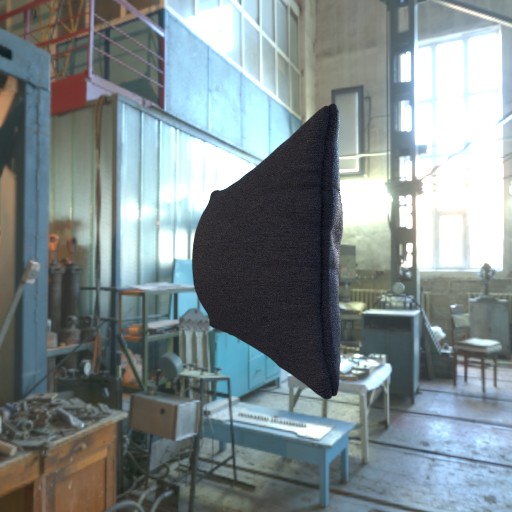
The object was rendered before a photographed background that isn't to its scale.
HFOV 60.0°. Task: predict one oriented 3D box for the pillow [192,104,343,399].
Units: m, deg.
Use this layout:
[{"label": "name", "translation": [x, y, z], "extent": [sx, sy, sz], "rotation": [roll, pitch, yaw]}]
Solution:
[{"label": "pillow", "translation": [0.000, 0.000, 0.802], "extent": [0.210, 0.338, 0.633], "rotation": [0, -1, -18]}]
